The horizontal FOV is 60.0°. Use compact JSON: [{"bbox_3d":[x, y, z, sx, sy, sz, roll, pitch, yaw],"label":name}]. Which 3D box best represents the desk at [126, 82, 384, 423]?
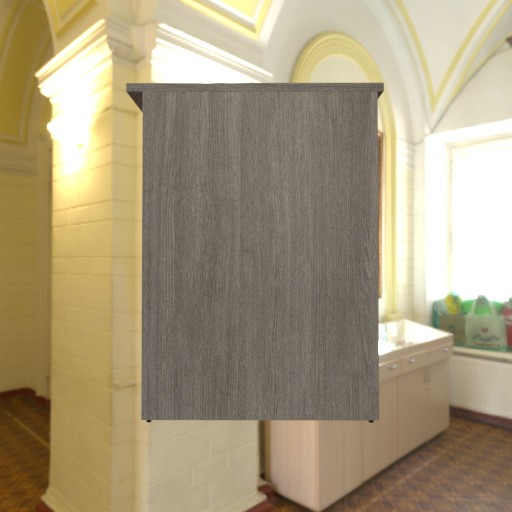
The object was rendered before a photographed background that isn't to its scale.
[{"bbox_3d":[0.000,0.000,1.505,0.560,0.735,1.097,0,-1,0],"label":"desk"}]
